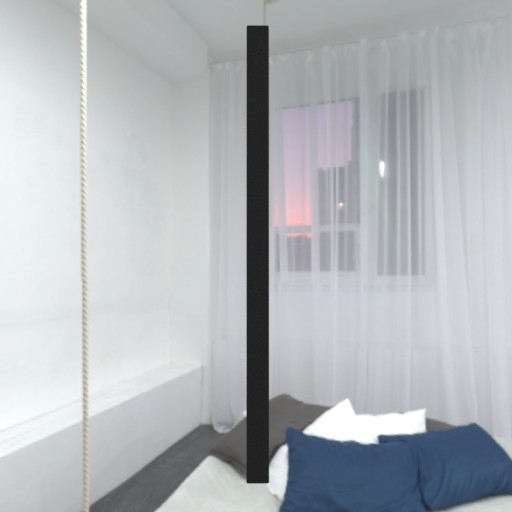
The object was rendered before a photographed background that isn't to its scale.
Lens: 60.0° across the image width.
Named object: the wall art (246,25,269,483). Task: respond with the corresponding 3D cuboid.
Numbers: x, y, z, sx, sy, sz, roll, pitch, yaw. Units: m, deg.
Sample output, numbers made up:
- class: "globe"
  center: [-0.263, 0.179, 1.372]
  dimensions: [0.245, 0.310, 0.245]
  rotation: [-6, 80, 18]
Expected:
- class: "wall art"
  center: [0.000, 0.000, 1.118]
  dimensions: [0.037, 0.763, 0.763]
  rotation: [0, -1, 0]
